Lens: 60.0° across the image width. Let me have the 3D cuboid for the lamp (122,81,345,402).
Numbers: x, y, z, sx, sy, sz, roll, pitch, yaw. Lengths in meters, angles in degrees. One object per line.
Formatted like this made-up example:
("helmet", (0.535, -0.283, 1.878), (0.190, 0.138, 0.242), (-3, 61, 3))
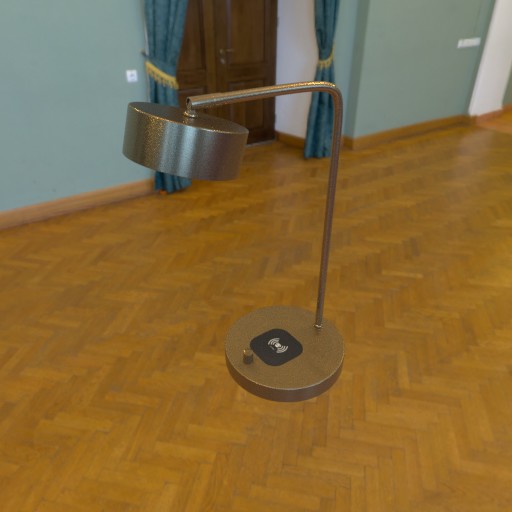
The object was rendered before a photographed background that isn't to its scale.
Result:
("lamp", (0.000, 0.000, 0.523), (0.270, 0.380, 0.171), (-20, 37, -29))
